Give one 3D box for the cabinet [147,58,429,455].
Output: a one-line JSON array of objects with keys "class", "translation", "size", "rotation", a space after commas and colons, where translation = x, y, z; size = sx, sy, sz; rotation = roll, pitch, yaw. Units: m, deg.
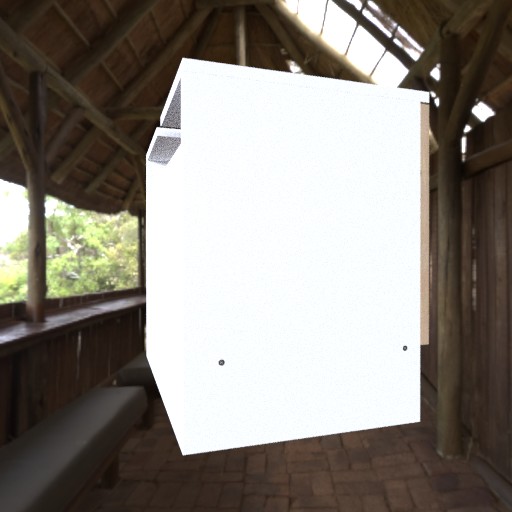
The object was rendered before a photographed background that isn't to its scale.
[{"class": "cabinet", "translation": [0.000, 0.000, 0.929], "size": [0.400, 0.522, 0.600], "rotation": [0, 0, -18]}]
